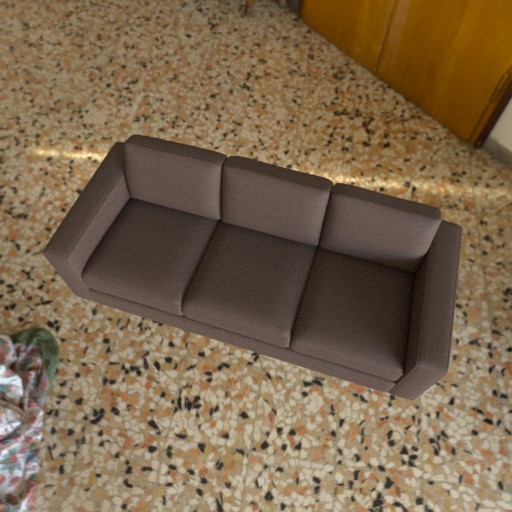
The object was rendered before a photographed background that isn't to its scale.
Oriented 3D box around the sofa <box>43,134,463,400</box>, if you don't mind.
[{"bbox_3d":[0.000,0.000,2.584,2.160,0.806,0.900,15,60,9],"label":"sofa"}]
